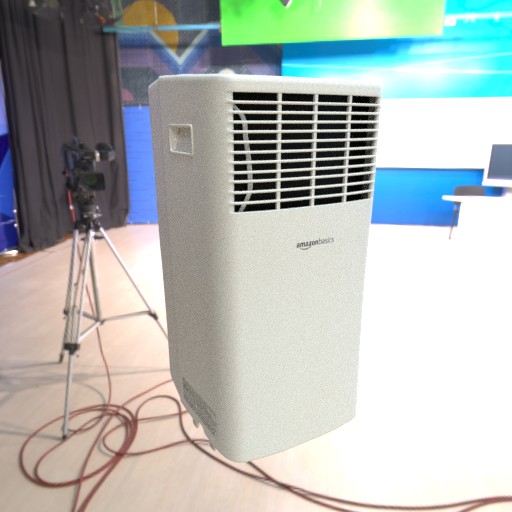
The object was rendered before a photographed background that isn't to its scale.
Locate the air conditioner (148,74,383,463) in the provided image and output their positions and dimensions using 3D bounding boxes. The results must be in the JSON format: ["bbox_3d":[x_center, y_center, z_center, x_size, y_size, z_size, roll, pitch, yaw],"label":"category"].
[{"bbox_3d":[0.000,0.000,0.809,0.304,0.606,0.349,-9,19,-28],"label":"air conditioner"}]
